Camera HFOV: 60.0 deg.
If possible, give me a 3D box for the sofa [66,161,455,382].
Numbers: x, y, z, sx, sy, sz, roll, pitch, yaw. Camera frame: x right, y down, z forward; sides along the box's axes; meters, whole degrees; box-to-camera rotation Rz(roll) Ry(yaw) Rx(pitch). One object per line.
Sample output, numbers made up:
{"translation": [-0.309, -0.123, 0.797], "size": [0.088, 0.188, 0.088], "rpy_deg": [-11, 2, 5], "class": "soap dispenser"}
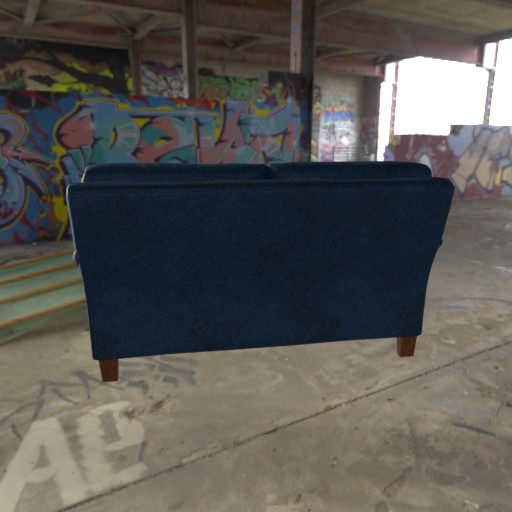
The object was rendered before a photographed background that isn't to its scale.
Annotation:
{"translation": [0.000, 0.000, 2.590], "size": [1.853, 1.101, 1.084], "rpy_deg": [-2, 15, -9], "class": "sofa"}
